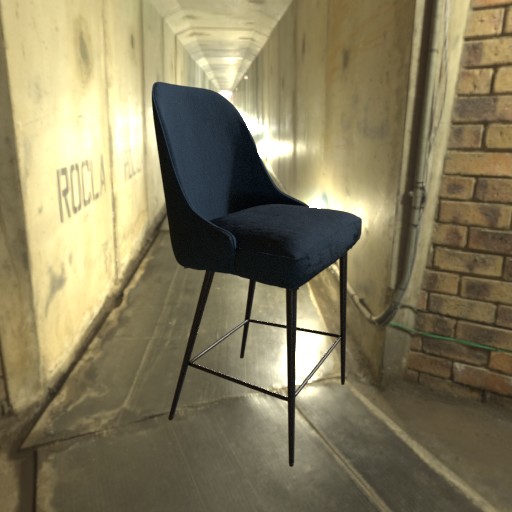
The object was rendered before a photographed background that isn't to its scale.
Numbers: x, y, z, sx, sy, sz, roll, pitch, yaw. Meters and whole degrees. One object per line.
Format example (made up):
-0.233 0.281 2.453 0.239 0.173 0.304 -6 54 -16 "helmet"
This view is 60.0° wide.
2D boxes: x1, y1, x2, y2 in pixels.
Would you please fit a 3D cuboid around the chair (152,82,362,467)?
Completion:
0.000 0.000 1.253 0.489 0.927 0.526 8 17 27 "chair"
